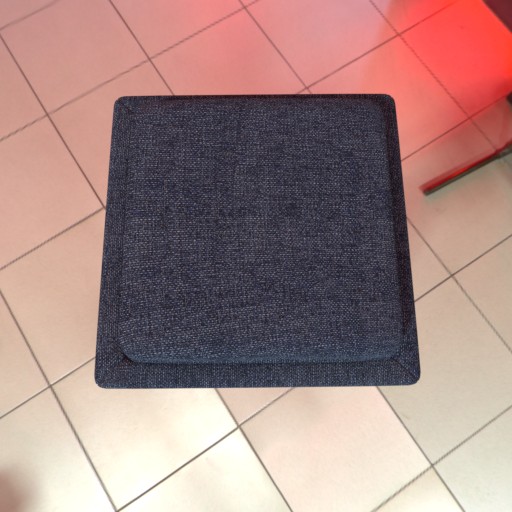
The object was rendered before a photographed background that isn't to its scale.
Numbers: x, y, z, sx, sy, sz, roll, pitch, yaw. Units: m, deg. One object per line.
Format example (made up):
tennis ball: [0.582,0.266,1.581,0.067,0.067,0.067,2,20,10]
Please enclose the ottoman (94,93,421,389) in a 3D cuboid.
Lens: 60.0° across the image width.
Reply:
ottoman: [0.000,0.000,0.817,0.450,0.460,0.450,-1,76,0]
